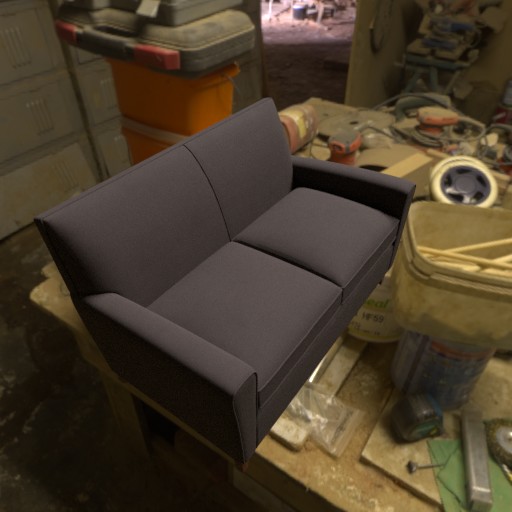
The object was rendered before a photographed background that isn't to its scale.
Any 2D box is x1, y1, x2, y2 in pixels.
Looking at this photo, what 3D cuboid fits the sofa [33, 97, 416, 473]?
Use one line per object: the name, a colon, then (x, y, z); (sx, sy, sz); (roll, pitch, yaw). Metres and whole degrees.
sofa: (0.000, 0.000, 1.959); (0.871, 0.846, 1.420); (25, 46, 27)
